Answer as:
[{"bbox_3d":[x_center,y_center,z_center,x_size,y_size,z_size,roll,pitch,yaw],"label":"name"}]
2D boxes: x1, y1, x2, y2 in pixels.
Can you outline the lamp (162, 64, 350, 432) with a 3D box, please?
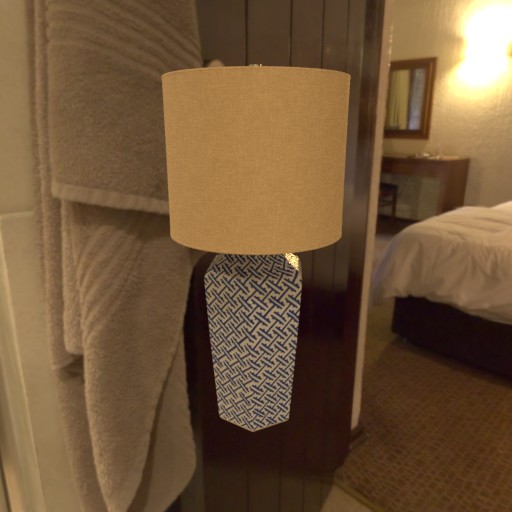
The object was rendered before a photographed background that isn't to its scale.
[{"bbox_3d":[0.000,0.000,0.856,0.320,0.682,0.320,2,17,8],"label":"lamp"}]
